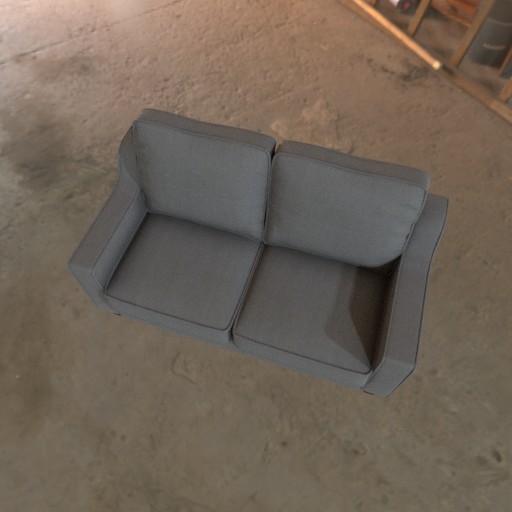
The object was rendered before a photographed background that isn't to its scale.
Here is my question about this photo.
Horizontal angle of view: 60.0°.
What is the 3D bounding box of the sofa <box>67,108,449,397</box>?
[{"bbox_3d":[0.000,0.000,2.049,1.500,0.948,0.791,15,59,9],"label":"sofa"}]
